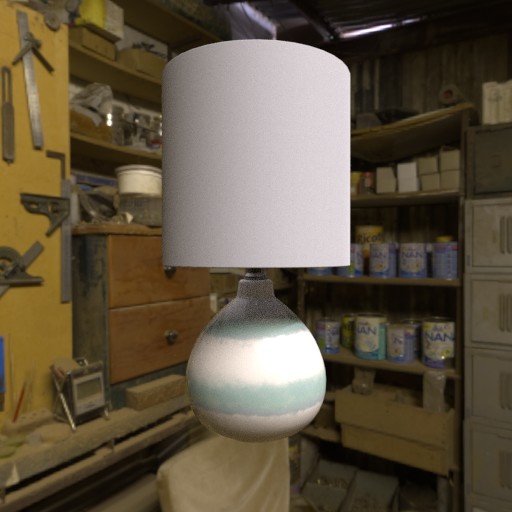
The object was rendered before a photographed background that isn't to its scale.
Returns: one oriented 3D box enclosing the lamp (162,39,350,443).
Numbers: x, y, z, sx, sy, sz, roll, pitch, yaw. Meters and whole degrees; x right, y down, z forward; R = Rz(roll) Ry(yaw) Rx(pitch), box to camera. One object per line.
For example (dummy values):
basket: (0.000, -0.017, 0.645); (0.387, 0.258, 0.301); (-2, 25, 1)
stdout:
lamp: (0.000, 0.000, 0.521); (0.217, 0.404, 0.217); (0, 0, 35)
